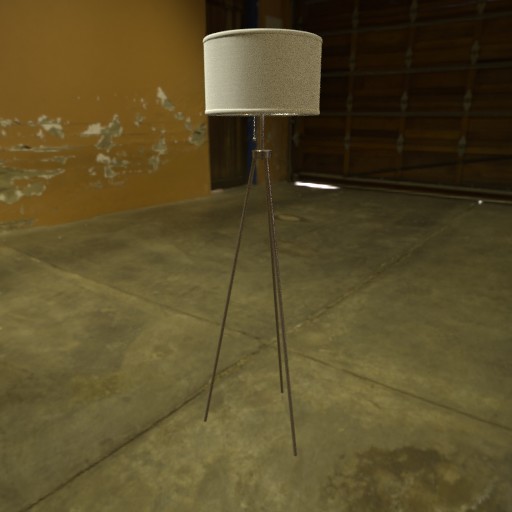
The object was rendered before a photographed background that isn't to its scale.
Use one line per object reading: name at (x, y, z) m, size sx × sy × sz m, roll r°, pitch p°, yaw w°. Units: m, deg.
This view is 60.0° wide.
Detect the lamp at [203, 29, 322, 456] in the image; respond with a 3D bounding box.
lamp at (0.000, 0.000, 1.741) m, size 0.458 × 1.545 × 0.448 m, roll -2°, pitch 17°, yaw -7°
